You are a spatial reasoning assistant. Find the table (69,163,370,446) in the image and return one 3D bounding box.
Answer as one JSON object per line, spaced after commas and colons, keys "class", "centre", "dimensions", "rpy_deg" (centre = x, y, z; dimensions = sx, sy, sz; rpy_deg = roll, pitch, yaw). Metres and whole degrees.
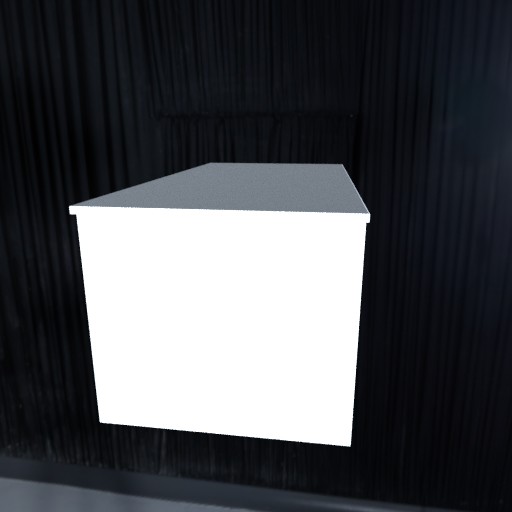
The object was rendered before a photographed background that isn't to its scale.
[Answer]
{"class": "table", "centre": [0.000, 0.000, 1.257], "dimensions": [0.500, 0.441, 1.000], "rpy_deg": [2, 16, 8]}
